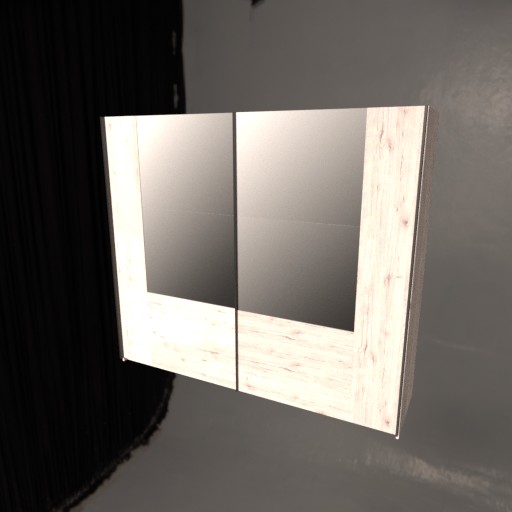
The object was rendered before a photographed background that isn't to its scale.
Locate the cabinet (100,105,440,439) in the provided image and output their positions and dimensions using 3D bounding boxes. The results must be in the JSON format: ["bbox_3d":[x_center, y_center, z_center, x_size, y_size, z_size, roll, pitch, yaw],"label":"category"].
[{"bbox_3d":[0.000,0.000,3.585,2.500,2.180,0.660,7,16,26],"label":"cabinet"}]
